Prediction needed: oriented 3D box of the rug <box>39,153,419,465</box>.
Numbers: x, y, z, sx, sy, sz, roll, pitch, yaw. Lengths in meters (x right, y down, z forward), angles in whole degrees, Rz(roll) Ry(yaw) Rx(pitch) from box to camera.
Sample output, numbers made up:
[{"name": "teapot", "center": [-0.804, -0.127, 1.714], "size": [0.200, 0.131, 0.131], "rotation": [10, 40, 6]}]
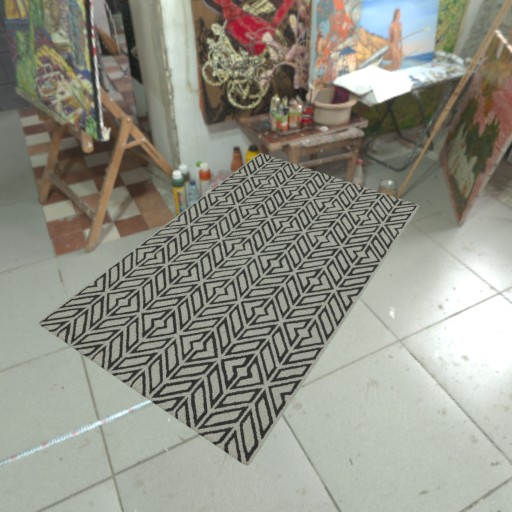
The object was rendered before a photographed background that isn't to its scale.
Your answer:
[{"name": "rug", "center": [0.000, 0.000, 3.089], "size": [1.523, 0.008, 2.438], "rotation": [24, 47, 24]}]
